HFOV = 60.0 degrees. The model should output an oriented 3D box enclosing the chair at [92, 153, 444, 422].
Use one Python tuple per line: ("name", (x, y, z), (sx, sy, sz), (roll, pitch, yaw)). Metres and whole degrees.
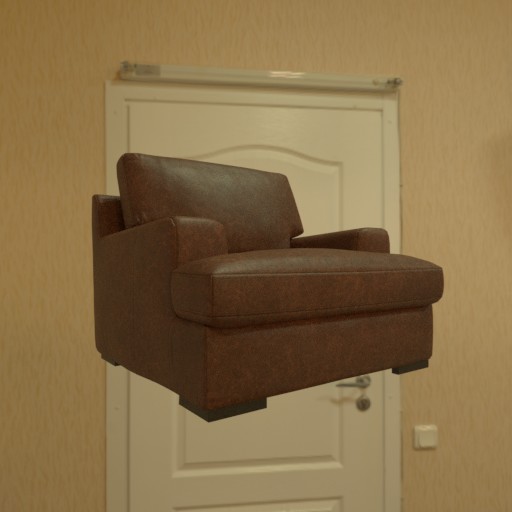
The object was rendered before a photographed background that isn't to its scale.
("chair", (0.000, 0.000, 1.966), (1.168, 0.939, 1.143), (0, 0, -36))
